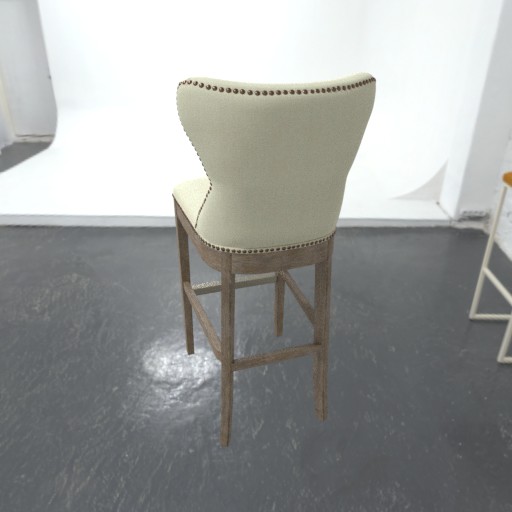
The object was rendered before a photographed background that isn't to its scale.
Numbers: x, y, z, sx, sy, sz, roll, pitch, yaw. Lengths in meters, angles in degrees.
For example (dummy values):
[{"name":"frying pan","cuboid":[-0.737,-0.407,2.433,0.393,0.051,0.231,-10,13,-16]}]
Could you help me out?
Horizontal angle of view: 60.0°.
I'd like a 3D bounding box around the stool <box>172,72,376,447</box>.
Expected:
[{"name":"stool","cuboid":[0.000,0.000,1.437,0.494,1.123,0.606,-8,28,-16]}]
